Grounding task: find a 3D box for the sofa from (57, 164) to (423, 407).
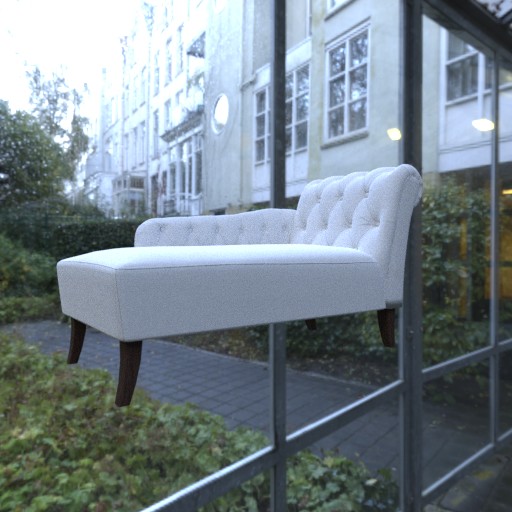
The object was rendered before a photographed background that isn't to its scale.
[{"bbox_3d":[0.000,0.000,1.798,1.379,0.787,0.675,-1,1,-36],"label":"sofa"}]
